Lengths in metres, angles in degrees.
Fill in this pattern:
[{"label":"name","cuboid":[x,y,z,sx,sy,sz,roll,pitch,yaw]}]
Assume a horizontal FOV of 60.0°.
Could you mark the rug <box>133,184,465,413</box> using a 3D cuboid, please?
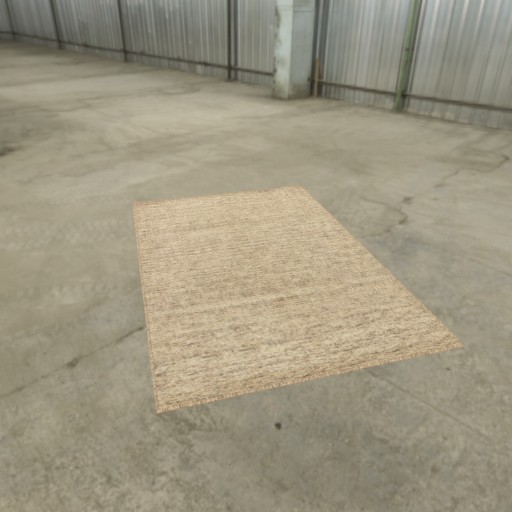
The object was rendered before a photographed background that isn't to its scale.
[{"label":"rug","cuboid":[0.000,0.000,2.375,1.211,0.018,1.822,-8,31,-14]}]
